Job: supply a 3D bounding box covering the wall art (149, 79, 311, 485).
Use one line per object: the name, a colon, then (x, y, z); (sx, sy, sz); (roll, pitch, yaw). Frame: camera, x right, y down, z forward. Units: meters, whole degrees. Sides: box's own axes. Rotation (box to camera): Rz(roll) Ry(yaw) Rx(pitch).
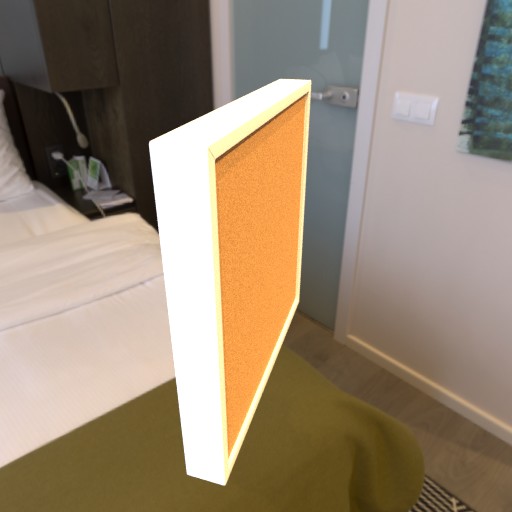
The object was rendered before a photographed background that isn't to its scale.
wall art: (0.000, 0.000, 0.455); (0.038, 0.305, 0.305); (8, 30, 15)
